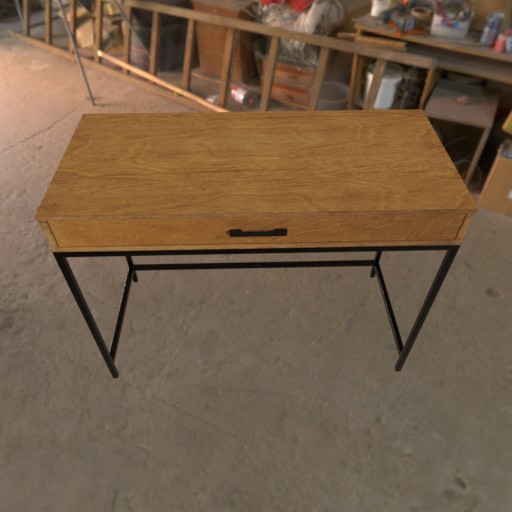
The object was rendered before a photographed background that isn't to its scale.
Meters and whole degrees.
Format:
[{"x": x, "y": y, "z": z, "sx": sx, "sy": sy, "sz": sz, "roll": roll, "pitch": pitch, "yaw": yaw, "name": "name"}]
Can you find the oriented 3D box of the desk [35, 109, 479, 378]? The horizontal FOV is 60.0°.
[{"x": 0.000, "y": 0.000, "z": 1.442, "sx": 1.016, "sy": 0.762, "sz": 0.470, "roll": -1, "pitch": 47, "yaw": -1, "name": "desk"}]
